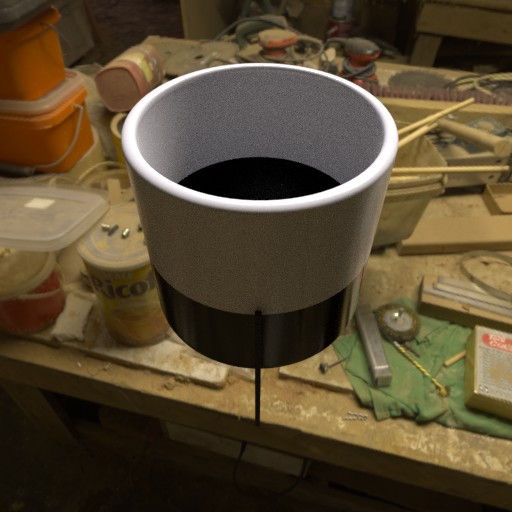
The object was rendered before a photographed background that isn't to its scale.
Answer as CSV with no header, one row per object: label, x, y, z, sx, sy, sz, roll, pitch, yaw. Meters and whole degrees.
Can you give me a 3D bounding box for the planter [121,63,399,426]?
planter,0.000,0.000,0.641,0.310,0.432,0.310,12,48,11
